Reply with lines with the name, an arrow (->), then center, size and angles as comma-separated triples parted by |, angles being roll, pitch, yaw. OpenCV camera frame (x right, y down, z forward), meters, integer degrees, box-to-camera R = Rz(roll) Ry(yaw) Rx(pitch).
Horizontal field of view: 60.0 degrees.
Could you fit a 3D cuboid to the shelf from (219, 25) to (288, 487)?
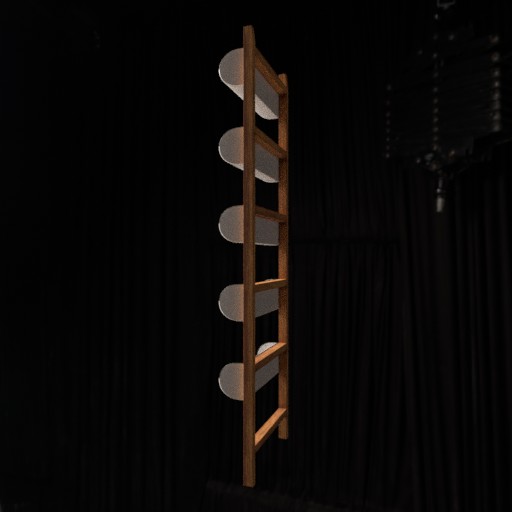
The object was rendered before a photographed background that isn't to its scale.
shelf -> 0.000, 0.000, 1.770 | 0.141, 1.600, 0.454 | 0, 0, 20
